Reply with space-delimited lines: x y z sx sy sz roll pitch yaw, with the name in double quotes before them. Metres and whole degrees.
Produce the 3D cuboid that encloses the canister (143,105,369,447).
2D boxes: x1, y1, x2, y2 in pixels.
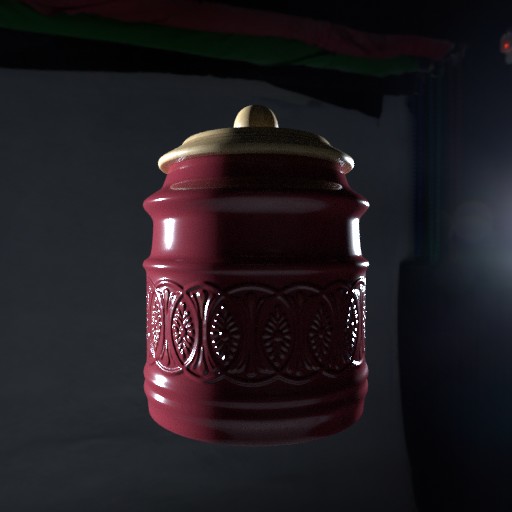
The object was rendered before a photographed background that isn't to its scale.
"canister" 0.000 0.000 0.263 0.130 0.176 0.130 0 1 0
